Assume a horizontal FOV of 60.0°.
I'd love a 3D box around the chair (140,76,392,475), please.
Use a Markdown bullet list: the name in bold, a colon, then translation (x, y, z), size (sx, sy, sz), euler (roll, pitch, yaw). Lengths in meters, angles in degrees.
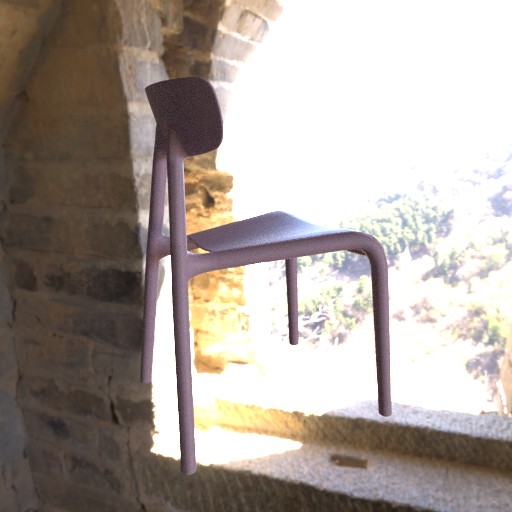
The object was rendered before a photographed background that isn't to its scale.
- **chair**: translation (0.000, 0.000, 0.825), size (0.401, 0.580, 0.356), euler (-7, 16, -25)
